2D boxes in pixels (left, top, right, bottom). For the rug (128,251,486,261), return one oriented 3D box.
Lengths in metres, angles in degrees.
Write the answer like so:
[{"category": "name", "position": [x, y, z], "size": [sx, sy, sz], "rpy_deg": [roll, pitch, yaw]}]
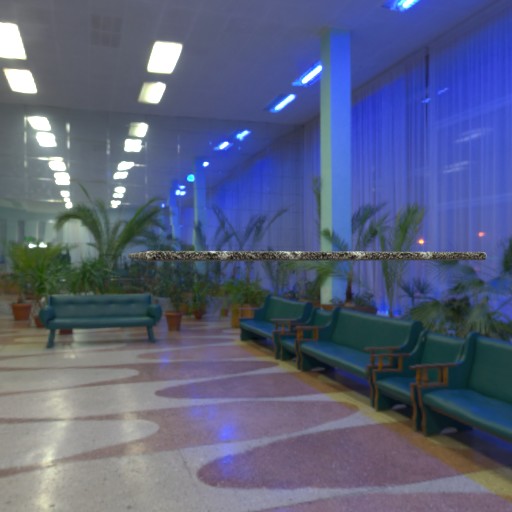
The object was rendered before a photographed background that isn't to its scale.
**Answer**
[{"category": "rug", "position": [0.000, 0.000, 2.281], "size": [1.219, 0.030, 1.778], "rpy_deg": [0, 0, -18]}]
